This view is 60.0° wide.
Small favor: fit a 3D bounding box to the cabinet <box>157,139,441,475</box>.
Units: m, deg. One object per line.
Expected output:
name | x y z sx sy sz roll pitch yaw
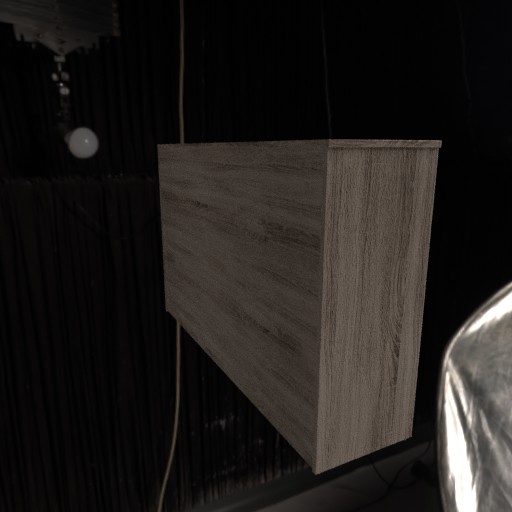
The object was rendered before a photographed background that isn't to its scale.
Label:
cabinet | 0.000 0.000 1.826 0.380 0.900 1.450 -7 15 -27
